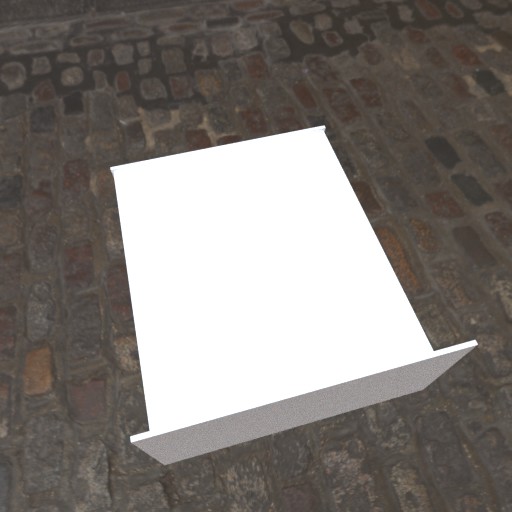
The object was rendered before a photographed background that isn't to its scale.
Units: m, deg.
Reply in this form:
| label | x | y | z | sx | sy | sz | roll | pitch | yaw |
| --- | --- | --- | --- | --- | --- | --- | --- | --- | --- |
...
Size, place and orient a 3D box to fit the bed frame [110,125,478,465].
| label | x | y | z | sx | sy | sz | roll | pitch | yaw |
| --- | --- | --- | --- | --- | --- | --- | --- | --- | --- |
| bed frame | 0.000 | 0.000 | 2.800 | 1.622 | 0.800 | 1.960 | -13 | 59 | -8 |
